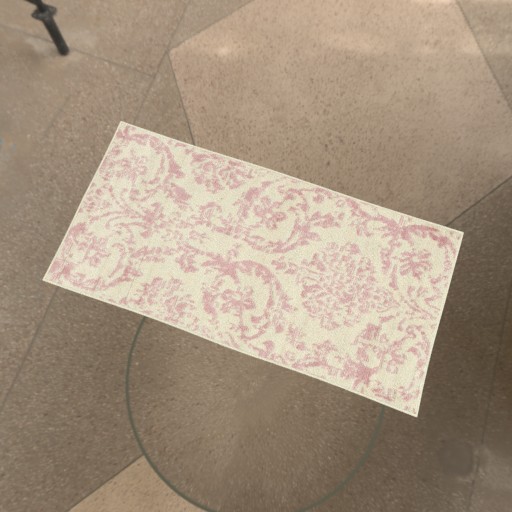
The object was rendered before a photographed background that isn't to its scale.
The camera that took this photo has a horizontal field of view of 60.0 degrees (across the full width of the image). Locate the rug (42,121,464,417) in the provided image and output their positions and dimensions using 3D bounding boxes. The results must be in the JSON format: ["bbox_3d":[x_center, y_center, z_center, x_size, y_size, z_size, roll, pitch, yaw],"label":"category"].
[{"bbox_3d":[0.000,0.000,1.421,1.219,0.007,0.604,19,76,5],"label":"rug"}]
